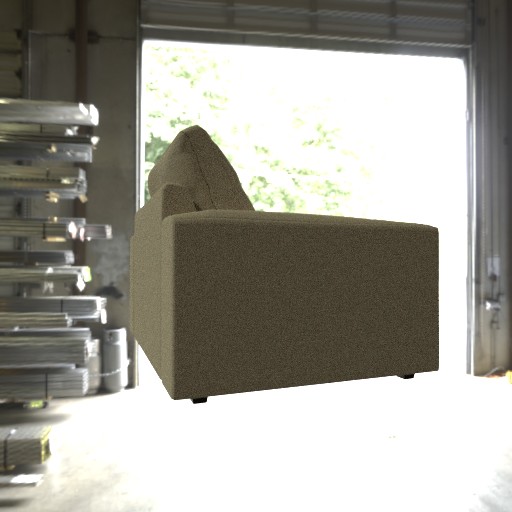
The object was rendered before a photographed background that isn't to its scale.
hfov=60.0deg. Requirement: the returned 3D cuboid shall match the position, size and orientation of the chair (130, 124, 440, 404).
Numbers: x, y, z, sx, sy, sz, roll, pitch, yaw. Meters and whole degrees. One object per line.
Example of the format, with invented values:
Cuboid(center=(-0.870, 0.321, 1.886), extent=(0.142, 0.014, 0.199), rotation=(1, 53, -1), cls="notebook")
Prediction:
Cuboid(center=(0.000, 0.000, 2.103), extent=(1.039, 0.915, 1.398), rotation=(0, -1, -21), cls="chair")
